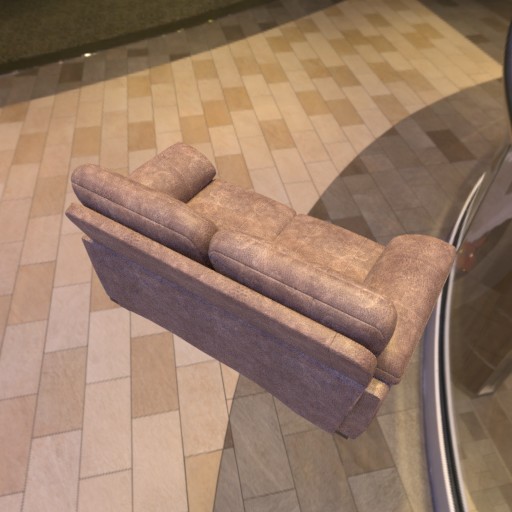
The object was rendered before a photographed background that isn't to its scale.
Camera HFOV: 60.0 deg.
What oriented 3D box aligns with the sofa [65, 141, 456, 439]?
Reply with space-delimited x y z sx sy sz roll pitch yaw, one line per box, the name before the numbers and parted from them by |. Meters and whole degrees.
sofa | 0.000 0.000 2.292 1.753 0.991 0.991 25 52 21
